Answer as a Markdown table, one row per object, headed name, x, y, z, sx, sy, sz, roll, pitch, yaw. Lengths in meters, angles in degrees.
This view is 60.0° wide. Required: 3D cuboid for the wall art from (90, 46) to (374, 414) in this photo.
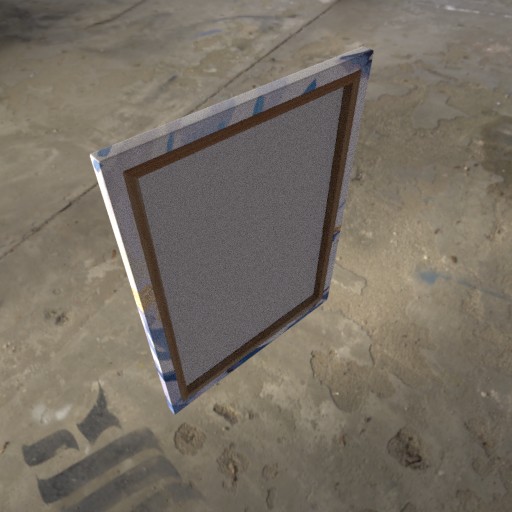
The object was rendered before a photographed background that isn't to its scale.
| name | x | y | z | sx | sy | sz | roll | pitch | yaw |
| --- | --- | --- | --- | --- | --- | --- | --- | --- | --- |
| wall art | 0.000 | 0.000 | 1.324 | 0.761 | 1.015 | 0.038 | -32 | 54 | -27 |
